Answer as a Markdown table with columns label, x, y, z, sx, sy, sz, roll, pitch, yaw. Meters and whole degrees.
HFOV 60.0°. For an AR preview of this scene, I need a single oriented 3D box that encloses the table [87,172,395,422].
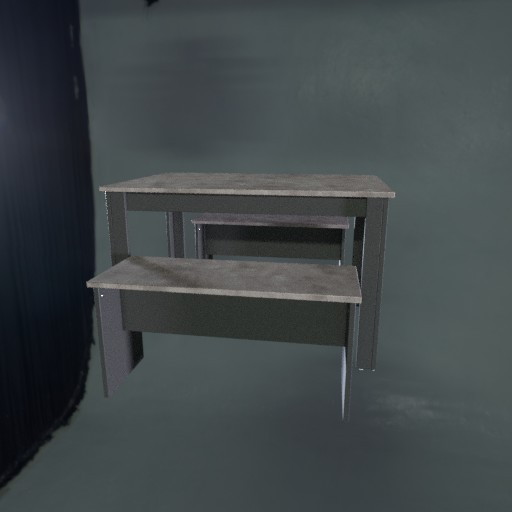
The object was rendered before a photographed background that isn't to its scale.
| label | x | y | z | sx | sy | sz | roll | pitch | yaw |
| --- | --- | --- | --- | --- | --- | --- | --- | --- | --- |
| table | 0.000 | 0.000 | 2.065 | 1.100 | 0.700 | 1.443 | 2 | 15 | 9 |
